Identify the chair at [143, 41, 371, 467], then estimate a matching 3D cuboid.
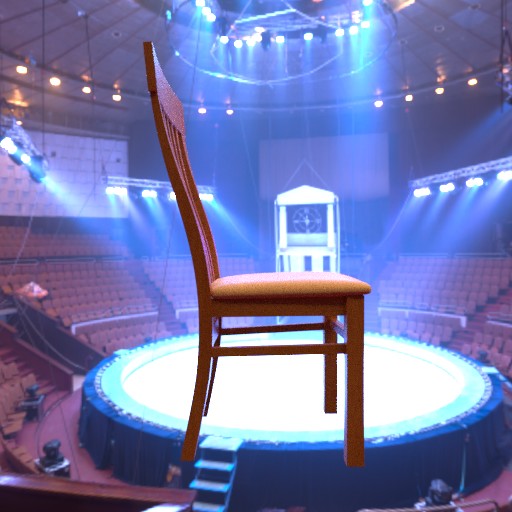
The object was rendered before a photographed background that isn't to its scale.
[{"bbox_3d":[0.000,0.000,1.308,0.580,1.050,0.450,0,0,0],"label":"chair"}]
